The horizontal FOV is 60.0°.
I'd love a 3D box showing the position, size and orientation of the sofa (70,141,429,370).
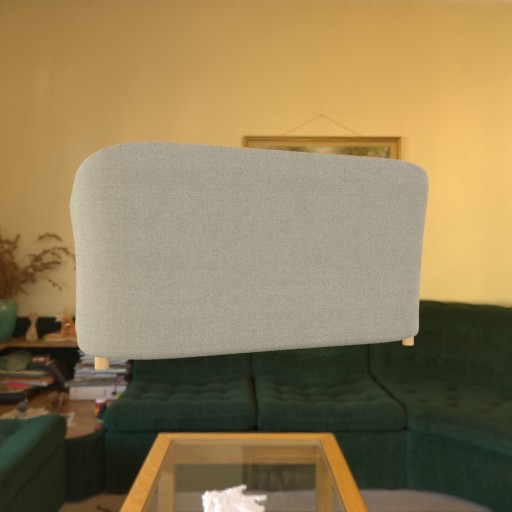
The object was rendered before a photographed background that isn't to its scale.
[{"bbox_3d":[0.000,0.000,1.808,1.452,0.721,0.705,0,1,-18],"label":"sofa"}]
